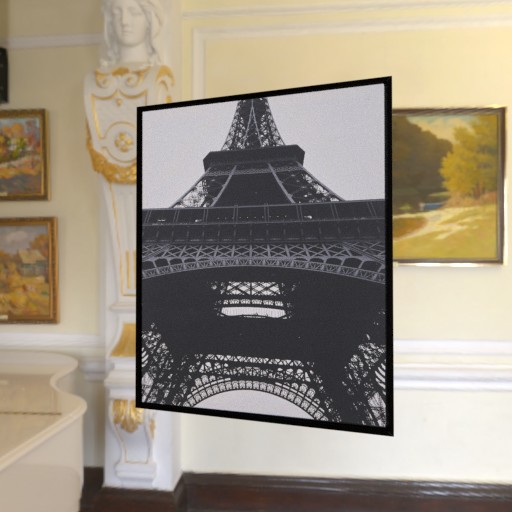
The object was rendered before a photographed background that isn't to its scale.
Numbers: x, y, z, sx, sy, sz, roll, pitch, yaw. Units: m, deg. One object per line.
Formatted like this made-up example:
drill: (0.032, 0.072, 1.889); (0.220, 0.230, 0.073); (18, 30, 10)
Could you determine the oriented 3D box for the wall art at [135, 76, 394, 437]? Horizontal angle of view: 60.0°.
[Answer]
wall art: (0.000, 0.000, 0.764); (0.451, 0.553, 0.039); (0, -1, 18)
